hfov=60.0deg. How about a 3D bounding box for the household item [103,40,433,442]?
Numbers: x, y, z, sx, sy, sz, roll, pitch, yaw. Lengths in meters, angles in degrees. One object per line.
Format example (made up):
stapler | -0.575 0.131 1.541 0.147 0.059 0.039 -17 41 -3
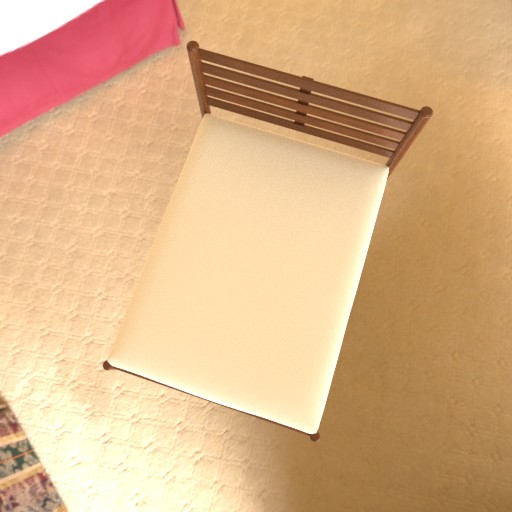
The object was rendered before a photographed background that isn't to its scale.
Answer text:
household item | 0.000 0.000 3.270 1.663 1.356 2.232 18 77 4
